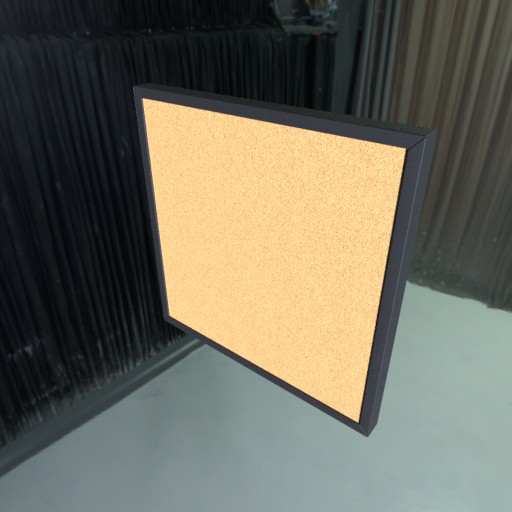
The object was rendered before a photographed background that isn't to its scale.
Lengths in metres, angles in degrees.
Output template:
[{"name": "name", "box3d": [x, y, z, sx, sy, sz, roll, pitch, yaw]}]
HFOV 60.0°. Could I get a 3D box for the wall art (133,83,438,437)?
[{"name": "wall art", "box3d": [0.000, 0.000, 0.764, 0.508, 0.508, 0.037, 22, 37, 32]}]
